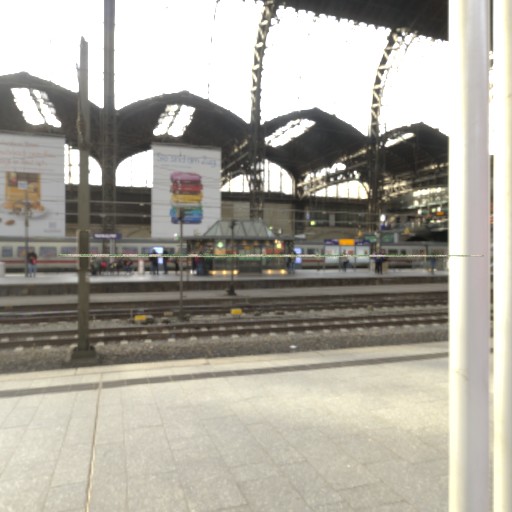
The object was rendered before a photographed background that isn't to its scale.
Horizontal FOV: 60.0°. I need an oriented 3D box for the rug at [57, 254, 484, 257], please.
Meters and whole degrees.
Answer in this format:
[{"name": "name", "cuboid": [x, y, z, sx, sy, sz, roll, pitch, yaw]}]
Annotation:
[{"name": "rug", "cuboid": [0.000, 0.000, 2.328, 1.826, 0.006, 1.220, 0, 0, -20]}]
